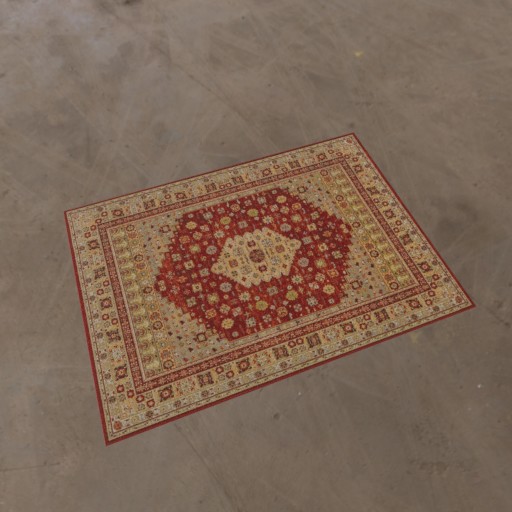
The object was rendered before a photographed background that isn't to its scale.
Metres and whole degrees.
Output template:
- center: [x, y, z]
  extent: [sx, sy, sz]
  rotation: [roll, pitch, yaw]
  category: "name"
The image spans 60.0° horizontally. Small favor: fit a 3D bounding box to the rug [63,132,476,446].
- center: [0.000, 0.000, 2.836]
  extent: [2.211, 0.013, 1.593]
  rotation: [-18, 59, -11]
  category: "rug"
